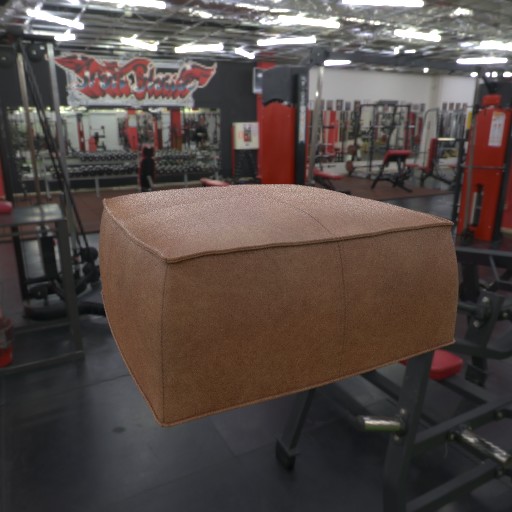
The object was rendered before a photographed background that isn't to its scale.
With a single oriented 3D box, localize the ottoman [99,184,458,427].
[{"bbox_3d":[0.000,0.000,1.389,0.901,0.395,0.902,-8,18,-25],"label":"ottoman"}]
